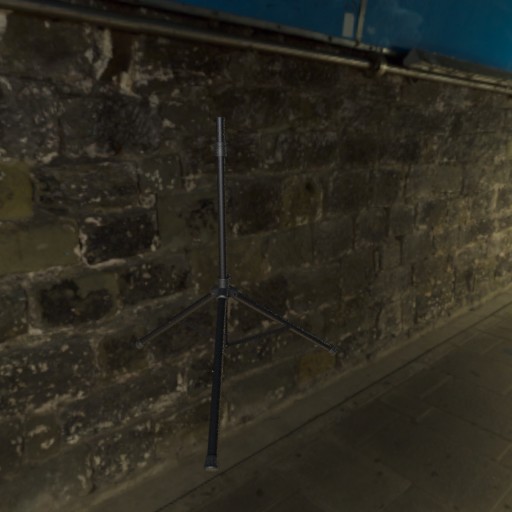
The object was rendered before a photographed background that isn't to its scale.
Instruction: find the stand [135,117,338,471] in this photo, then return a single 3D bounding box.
[{"bbox_3d":[0.000,0.000,1.908,0.907,1.136,1.045,-7,17,-25],"label":"stand"}]
